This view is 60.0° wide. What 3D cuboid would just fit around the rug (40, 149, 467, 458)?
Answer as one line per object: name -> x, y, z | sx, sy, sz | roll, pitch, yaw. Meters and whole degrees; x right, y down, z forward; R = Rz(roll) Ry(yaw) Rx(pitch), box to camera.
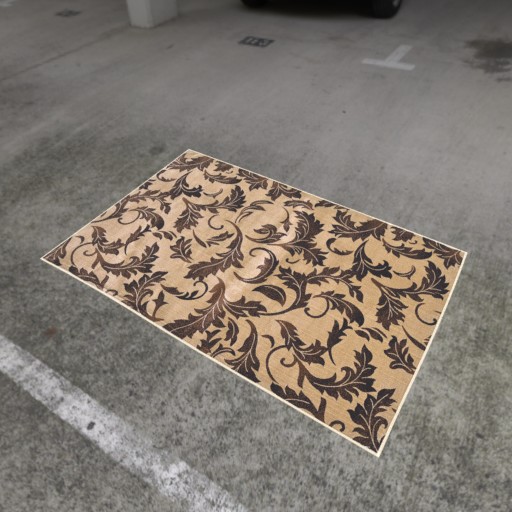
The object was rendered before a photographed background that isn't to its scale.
rug -> 0.000, 0.000, 2.828 | 2.284, 0.008, 1.522 | 24, 50, 22
